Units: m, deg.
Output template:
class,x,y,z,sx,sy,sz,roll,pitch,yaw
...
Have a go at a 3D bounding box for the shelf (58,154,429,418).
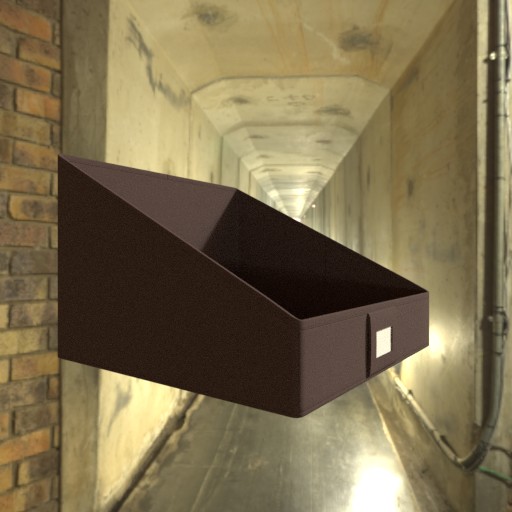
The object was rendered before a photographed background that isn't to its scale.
class,x,y,z,sx,sy,sz,roll,pitch,yaw
shelf,0.000,0.000,0.480,0.292,0.210,0.292,0,0,37
